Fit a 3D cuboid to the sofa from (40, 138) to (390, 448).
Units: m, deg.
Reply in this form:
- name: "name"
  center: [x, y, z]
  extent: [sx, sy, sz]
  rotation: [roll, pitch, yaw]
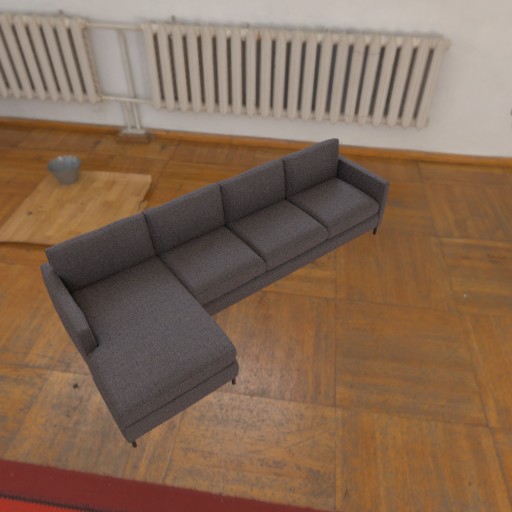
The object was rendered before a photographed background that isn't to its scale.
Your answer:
- name: "sofa"
  center: [0.000, 0.000, 3.290]
  extent: [2.731, 0.754, 1.258]
  rotation: [-27, 48, -27]
